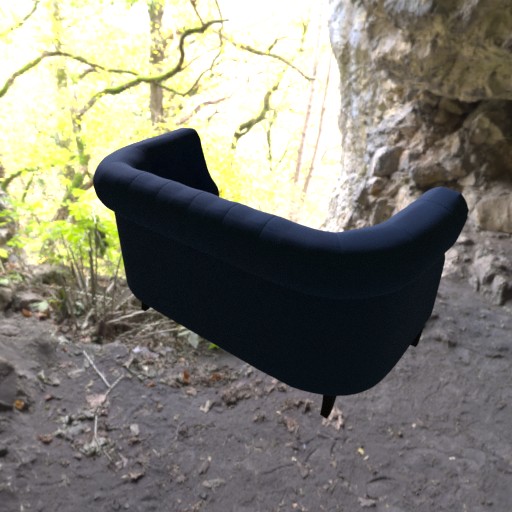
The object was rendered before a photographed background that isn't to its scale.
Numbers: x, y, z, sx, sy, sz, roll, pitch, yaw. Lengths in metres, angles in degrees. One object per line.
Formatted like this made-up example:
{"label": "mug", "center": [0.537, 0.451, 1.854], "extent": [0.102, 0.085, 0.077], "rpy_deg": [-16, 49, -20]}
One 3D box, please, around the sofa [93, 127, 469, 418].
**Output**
{"label": "sofa", "center": [0.000, 0.000, 2.010], "extent": [1.558, 0.827, 0.835], "rpy_deg": [22, 37, 32]}
